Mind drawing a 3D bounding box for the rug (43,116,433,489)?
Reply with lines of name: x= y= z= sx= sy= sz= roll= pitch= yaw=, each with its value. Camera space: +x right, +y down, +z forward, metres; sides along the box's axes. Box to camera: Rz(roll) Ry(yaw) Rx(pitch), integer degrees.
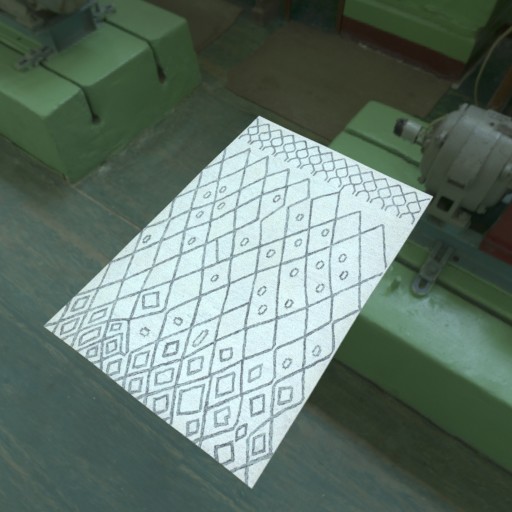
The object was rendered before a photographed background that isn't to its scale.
rug: x=0.000 y=0.000 z=2.343 sx=1.222 sy=0.015 sz=1.828 roll=30 pitch=62 yaw=18
